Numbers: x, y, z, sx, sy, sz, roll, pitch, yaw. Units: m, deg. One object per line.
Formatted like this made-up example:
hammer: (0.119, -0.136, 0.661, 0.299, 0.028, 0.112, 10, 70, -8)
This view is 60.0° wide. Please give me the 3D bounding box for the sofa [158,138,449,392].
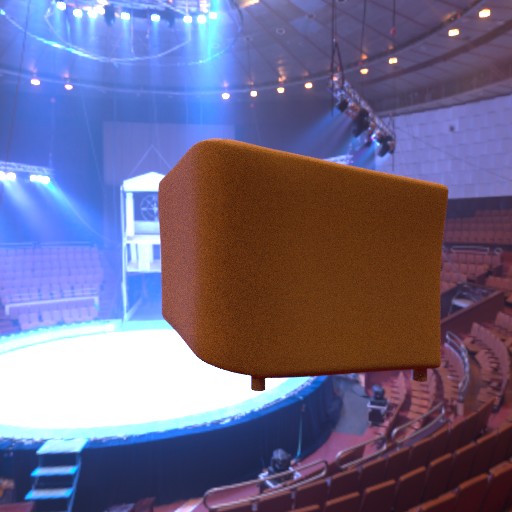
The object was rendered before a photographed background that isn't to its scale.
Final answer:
sofa: (0.000, 0.000, 1.861, 0.705, 0.721, 1.452, -1, 2, -19)
